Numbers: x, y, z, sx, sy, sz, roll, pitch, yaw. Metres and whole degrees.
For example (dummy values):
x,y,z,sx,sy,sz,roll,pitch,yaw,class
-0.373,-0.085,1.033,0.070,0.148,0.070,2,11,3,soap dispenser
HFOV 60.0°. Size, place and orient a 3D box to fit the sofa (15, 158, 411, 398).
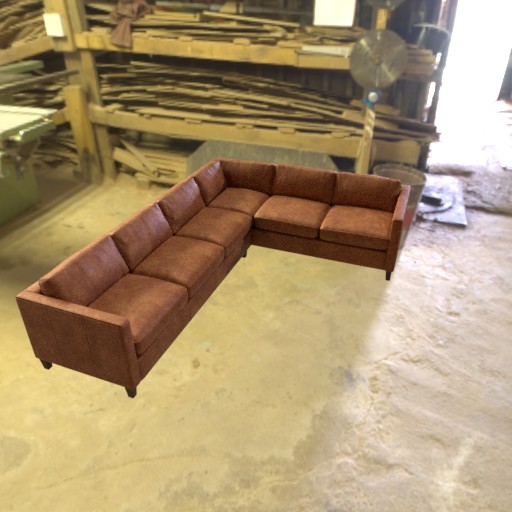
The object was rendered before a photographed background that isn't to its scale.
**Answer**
x,y,z,sx,sy,sz,roll,pitch,yaw,class
0.000,0.000,4.117,2.438,0.838,3.167,11,33,18,sofa
